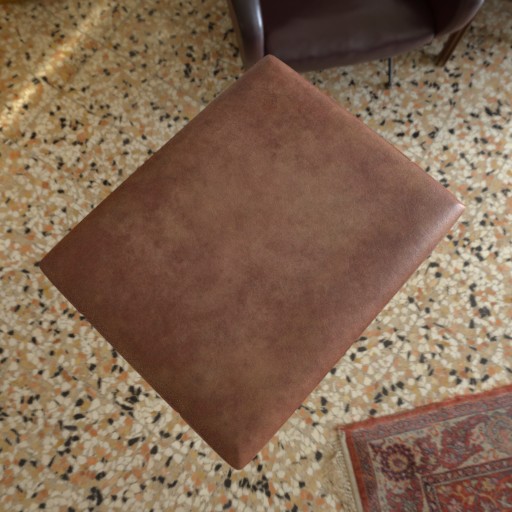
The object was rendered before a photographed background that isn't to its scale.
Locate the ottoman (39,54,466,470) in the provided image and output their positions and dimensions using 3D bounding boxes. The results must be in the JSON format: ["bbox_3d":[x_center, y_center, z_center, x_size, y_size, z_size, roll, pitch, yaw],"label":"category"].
[{"bbox_3d":[0.000,0.000,1.780,0.965,0.667,1.186,42,78,11],"label":"ottoman"}]
